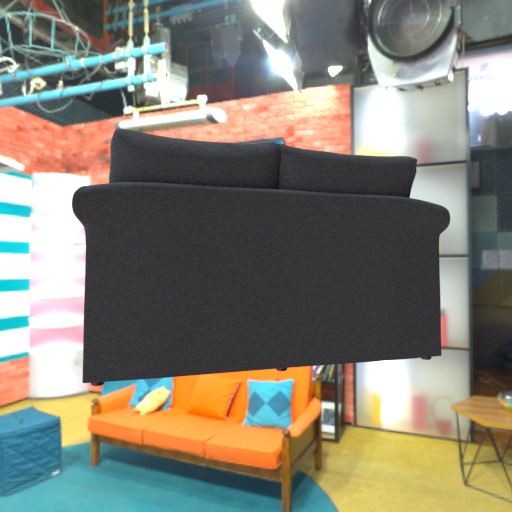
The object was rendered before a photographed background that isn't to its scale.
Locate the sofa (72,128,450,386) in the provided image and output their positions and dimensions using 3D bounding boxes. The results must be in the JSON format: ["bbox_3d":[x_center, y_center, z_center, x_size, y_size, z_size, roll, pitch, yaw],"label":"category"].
[{"bbox_3d":[0.000,0.000,1.963,1.460,0.872,0.741,0,-1,-18],"label":"sofa"}]
